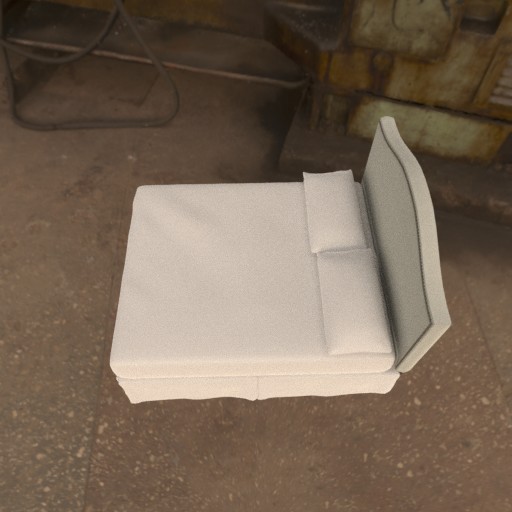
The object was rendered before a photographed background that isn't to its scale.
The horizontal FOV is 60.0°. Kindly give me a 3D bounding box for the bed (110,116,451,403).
[{"bbox_3d":[0.000,0.000,3.428,2.180,1.607,1.813,-1,58,-1],"label":"bed"}]
